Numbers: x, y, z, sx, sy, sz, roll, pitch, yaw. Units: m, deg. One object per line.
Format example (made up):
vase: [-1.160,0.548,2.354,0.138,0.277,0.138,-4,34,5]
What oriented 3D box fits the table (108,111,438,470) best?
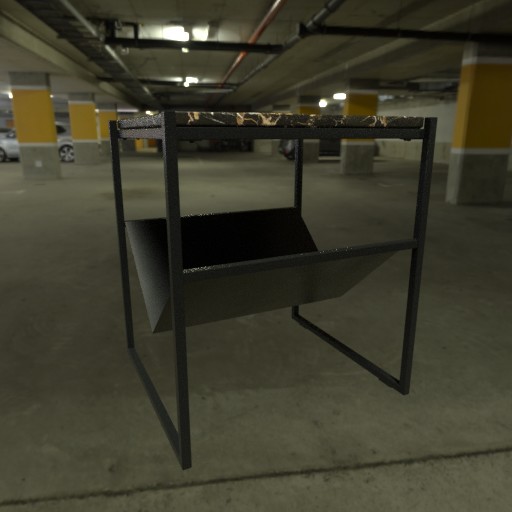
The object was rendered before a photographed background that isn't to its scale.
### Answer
table: [0.000,0.000,0.901,0.469,0.534,0.432,-8,17,-26]
